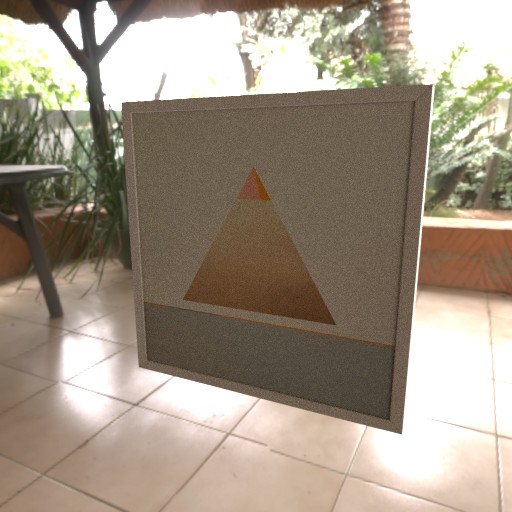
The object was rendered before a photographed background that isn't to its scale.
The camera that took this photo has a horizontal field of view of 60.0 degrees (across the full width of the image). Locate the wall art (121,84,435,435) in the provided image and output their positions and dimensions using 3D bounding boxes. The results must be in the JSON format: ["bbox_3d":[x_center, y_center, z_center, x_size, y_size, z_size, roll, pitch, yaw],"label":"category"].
[{"bbox_3d":[0.000,0.000,1.114,0.768,0.765,0.041,6,15,25],"label":"wall art"}]
